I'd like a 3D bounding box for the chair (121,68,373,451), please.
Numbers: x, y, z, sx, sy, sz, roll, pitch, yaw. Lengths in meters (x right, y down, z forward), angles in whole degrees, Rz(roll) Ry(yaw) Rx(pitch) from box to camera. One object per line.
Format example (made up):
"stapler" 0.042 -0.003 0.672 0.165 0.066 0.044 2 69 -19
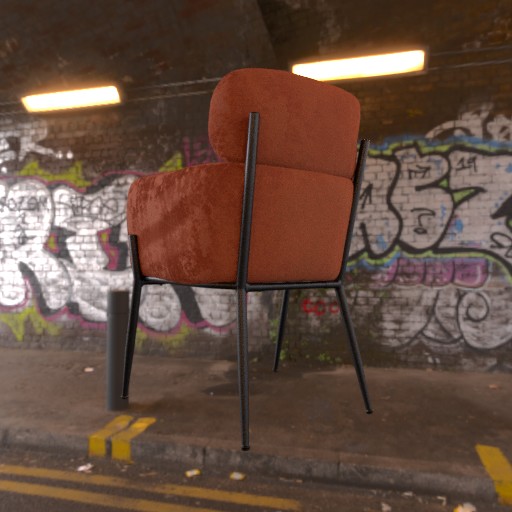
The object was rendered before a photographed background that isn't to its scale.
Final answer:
"chair" 0.000 0.000 1.158 0.561 0.772 0.523 1 -1 -36
